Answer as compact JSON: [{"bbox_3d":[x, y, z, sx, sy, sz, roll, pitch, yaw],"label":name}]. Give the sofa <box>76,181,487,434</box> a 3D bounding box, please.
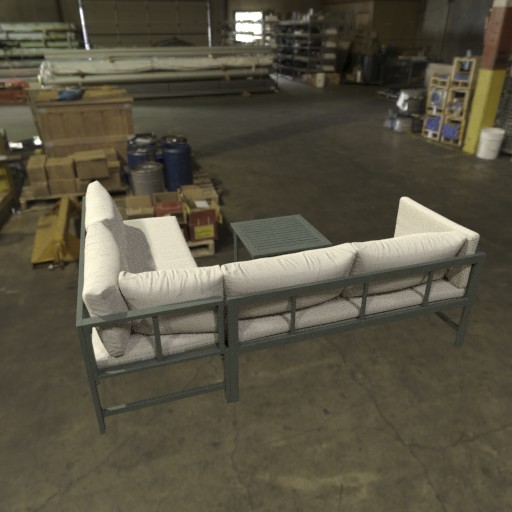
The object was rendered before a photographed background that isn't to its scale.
[{"bbox_3d":[0.000,0.000,2.917,2.096,0.758,1.658,-9,28,-16],"label":"sofa"}]
